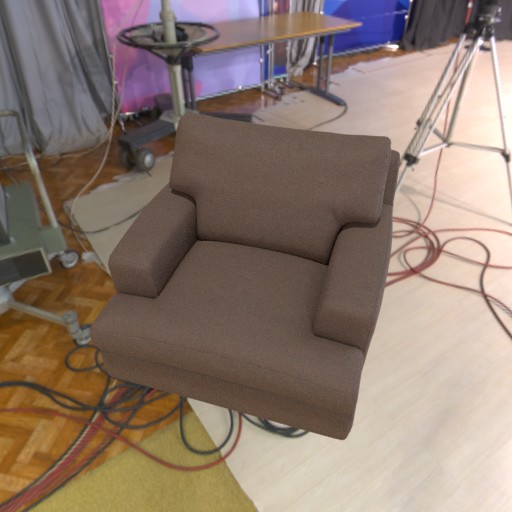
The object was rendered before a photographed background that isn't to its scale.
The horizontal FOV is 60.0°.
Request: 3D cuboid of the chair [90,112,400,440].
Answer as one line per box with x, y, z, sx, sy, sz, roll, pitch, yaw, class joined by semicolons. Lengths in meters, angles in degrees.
0.000;0.000;2.028;1.168;0.940;1.143;11;41;13;chair
